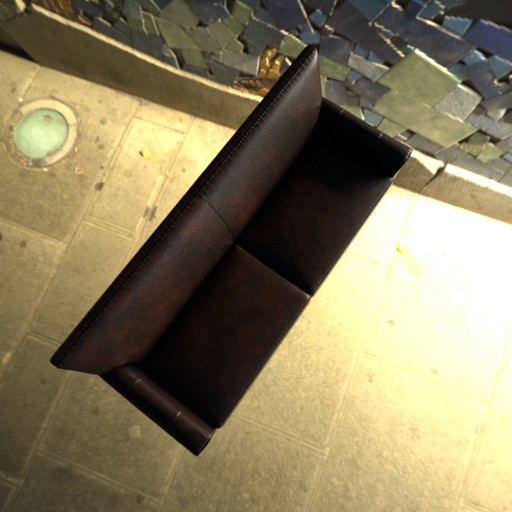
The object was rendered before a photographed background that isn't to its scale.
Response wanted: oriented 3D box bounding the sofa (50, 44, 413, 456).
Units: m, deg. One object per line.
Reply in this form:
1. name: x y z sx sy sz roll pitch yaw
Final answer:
1. sofa: 0.000 0.000 2.472 0.786 0.871 1.995 35 79 8
